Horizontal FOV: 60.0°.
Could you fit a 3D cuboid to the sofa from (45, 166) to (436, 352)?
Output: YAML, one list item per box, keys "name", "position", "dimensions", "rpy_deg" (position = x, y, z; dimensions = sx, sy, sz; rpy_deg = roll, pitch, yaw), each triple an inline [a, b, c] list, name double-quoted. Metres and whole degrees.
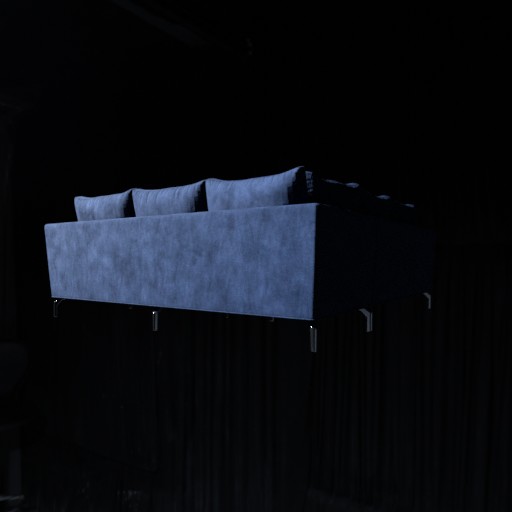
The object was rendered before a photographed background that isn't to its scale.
- name: "sofa"
  position: [0.000, 0.000, 3.892]
  dimensions: [2.463, 0.988, 2.472]
  rpy_deg: [0, 0, 35]
